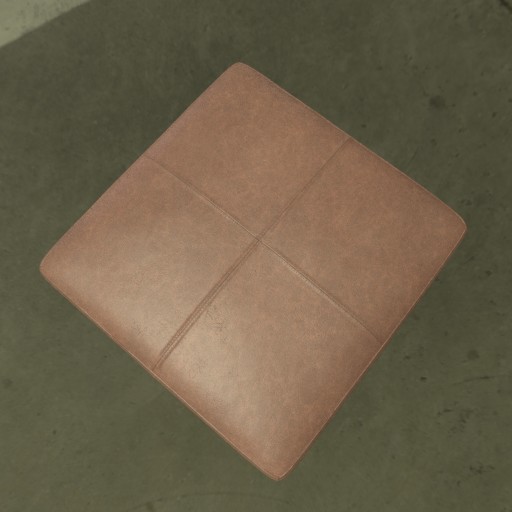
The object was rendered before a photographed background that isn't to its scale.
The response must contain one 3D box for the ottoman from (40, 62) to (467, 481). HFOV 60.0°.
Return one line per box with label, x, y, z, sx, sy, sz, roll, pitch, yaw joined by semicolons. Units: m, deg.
ottoman;0.000;0.000;1.764;1.168;0.490;1.168;38;78;9
